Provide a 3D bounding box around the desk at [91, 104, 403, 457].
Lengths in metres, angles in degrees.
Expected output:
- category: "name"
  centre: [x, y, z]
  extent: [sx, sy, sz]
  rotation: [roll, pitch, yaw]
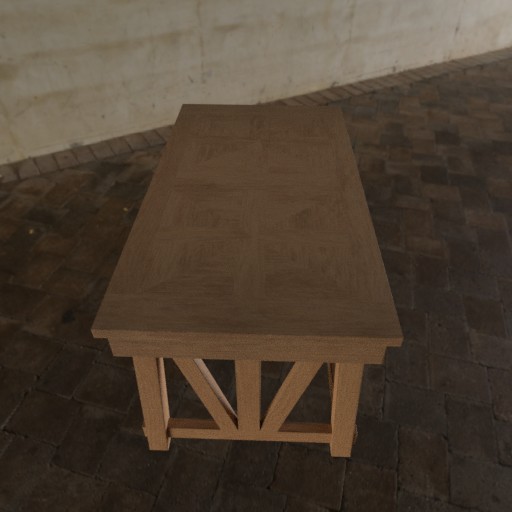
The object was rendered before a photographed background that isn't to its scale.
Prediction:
- category: "desk"
  centre: [0.000, 0.000, 1.965]
  extent: [0.813, 0.762, 1.499]
  rotation: [1, 41, 2]
